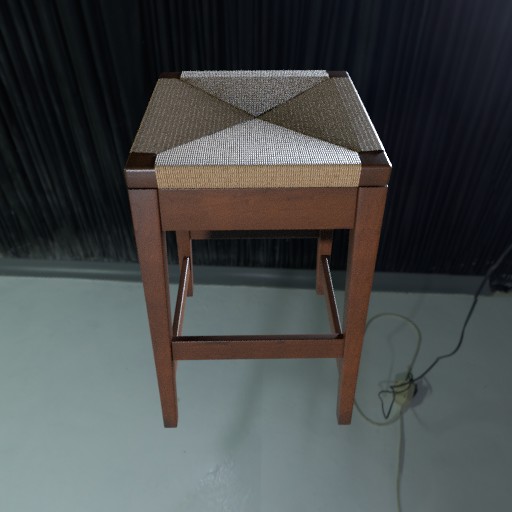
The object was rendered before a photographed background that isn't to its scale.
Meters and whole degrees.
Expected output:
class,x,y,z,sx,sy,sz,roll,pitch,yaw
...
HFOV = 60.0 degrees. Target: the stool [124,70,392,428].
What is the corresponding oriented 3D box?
class,x,y,z,sx,sy,sz,roll,pitch,yaw
stool,0.000,0.000,1.111,0.497,0.762,0.507,-1,42,-1
